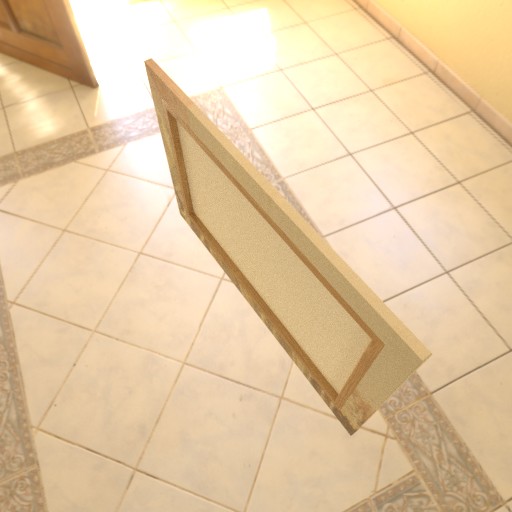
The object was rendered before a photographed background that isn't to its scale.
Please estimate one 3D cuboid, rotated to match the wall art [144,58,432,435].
[{"bbox_3d":[0.000,0.000,1.891,0.038,1.012,1.525,-31,63,-18],"label":"wall art"}]
